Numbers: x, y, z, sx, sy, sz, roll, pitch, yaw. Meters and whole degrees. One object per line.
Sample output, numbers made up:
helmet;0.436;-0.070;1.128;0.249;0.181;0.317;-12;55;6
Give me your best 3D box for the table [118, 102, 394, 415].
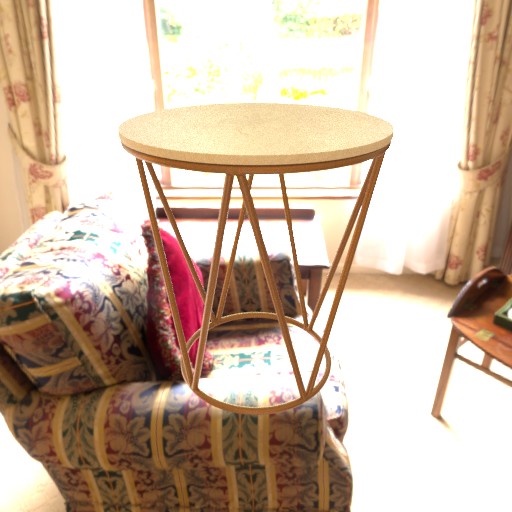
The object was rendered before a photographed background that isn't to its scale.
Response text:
table;0.000;0.000;0.958;0.500;0.564;0.500;0;27;0
